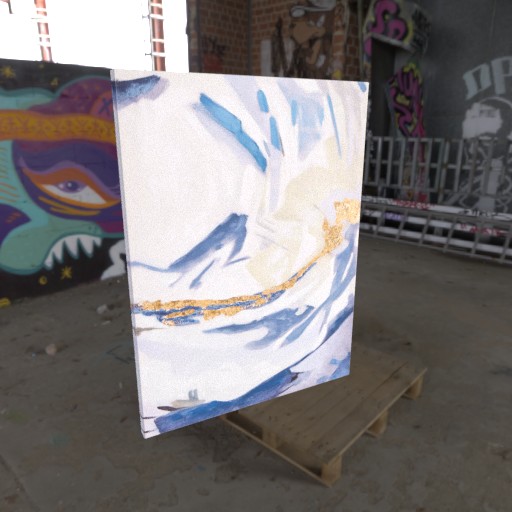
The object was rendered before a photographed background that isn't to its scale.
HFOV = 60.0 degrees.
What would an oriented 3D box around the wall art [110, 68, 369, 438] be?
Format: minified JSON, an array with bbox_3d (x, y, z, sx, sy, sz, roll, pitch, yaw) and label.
[{"bbox_3d":[0.000,0.000,1.347,0.761,1.015,0.038,-8,19,-26],"label":"wall art"}]
